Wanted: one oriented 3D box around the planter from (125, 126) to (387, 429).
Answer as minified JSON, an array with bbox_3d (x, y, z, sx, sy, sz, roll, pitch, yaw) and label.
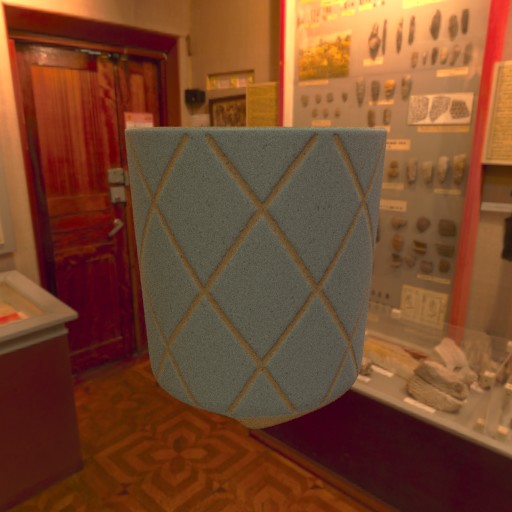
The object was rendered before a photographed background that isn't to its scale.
[{"bbox_3d":[0.000,0.000,0.360,0.191,0.200,0.191,0,16,0],"label":"planter"}]
